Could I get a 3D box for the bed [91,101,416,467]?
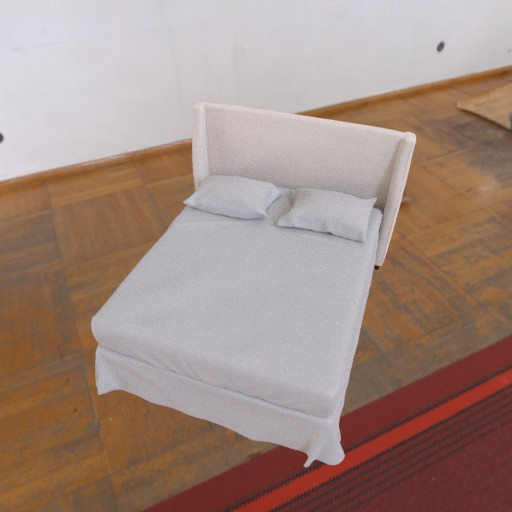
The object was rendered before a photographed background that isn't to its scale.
[{"bbox_3d":[0.000,0.000,3.391,1.925,1.332,2.276,13,43,15],"label":"bed"}]
